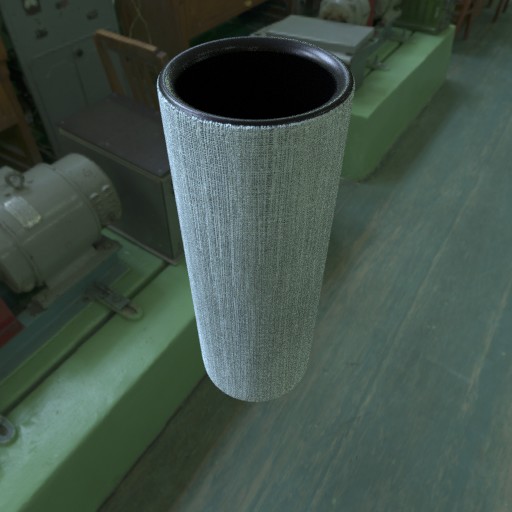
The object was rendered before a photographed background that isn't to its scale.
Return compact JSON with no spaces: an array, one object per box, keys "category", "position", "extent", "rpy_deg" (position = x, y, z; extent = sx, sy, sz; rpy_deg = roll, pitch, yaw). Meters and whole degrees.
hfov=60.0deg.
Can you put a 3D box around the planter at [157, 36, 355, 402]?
[{"category":"planter","position":[0.000,0.000,0.322],"extent":[0.100,0.270,0.100],"rpy_deg":[24,51,21]}]
